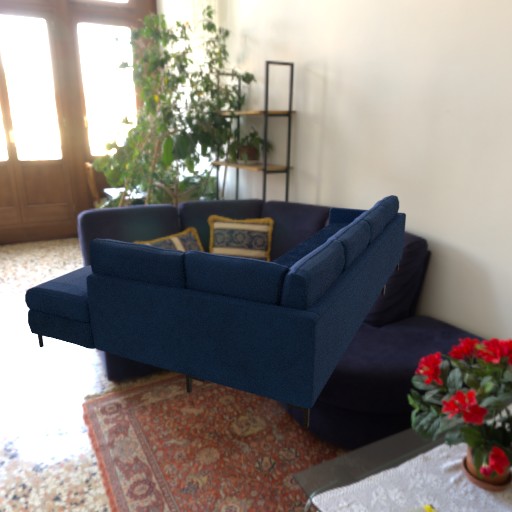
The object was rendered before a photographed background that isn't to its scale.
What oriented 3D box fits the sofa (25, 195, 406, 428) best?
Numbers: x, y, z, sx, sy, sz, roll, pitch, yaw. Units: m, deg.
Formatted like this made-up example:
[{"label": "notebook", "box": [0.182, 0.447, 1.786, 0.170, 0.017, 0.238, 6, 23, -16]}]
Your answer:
[{"label": "sofa", "box": [0.000, 0.000, 3.179, 1.707, 0.687, 2.486, 8, 18, 25]}]
